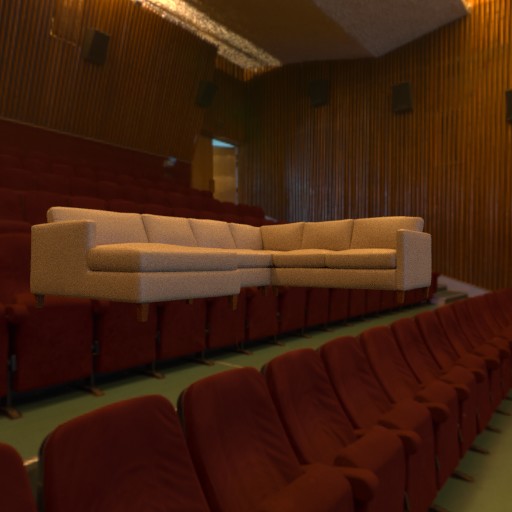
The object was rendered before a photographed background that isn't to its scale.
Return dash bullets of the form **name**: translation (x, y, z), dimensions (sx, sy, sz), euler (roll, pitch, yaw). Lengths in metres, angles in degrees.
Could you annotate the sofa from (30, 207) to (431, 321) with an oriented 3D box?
- **sofa**: translation (0.000, 0.000, 4.593), dimensions (2.594, 0.961, 3.460), euler (-1, -1, 38)
